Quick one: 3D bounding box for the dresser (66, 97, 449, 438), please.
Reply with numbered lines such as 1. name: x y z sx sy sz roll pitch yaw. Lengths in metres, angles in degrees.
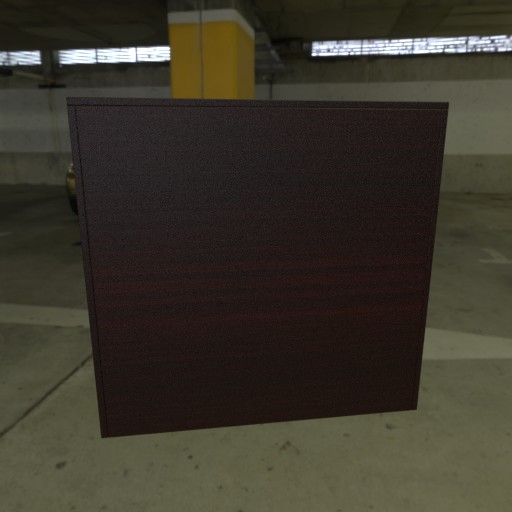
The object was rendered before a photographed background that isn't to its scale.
1. dresser: 0.000 0.000 1.121 0.750 0.720 0.360 -2 15 -8
